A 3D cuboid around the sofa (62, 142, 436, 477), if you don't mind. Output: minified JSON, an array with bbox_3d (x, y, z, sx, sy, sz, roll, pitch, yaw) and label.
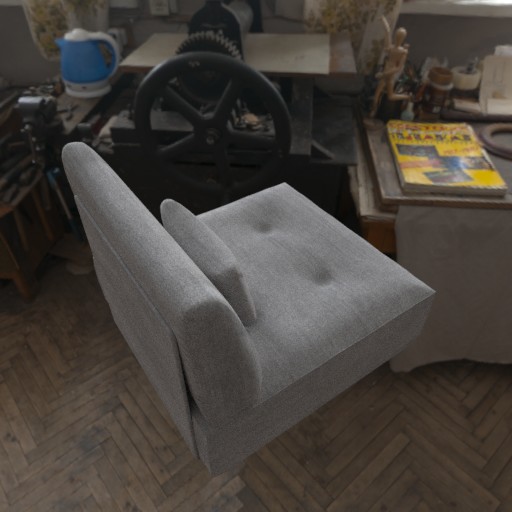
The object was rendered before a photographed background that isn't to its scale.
[{"bbox_3d":[0.000,0.000,1.657,1.000,0.820,0.930,-25,47,-25],"label":"sofa"}]
